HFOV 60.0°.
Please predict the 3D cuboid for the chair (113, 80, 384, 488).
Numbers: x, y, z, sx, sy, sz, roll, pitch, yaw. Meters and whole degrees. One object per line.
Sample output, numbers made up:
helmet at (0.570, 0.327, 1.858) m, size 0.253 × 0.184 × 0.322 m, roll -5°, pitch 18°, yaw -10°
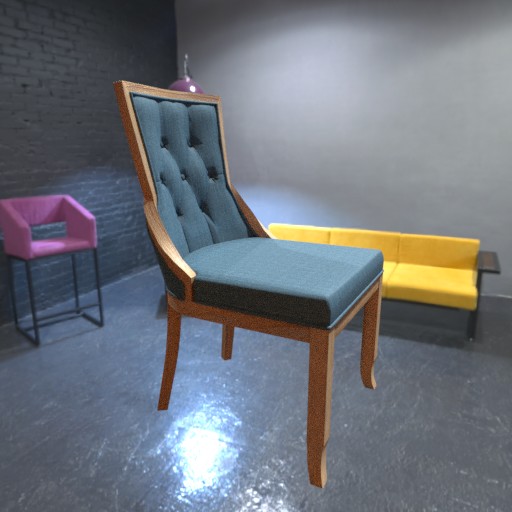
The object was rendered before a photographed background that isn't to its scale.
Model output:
chair at (0.000, 0.000, 1.301) m, size 0.641 × 0.947 × 0.524 m, roll 8°, pitch 16°, yaw 27°
